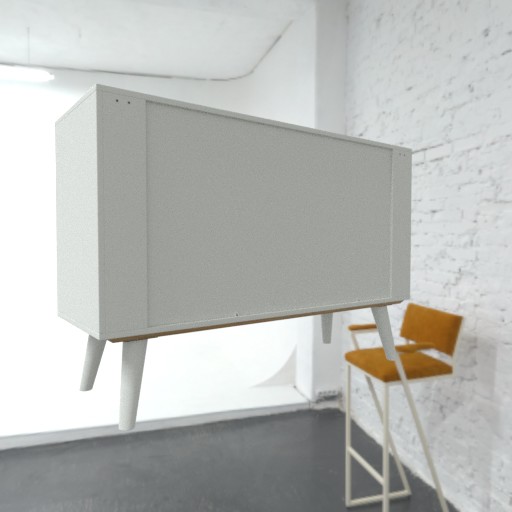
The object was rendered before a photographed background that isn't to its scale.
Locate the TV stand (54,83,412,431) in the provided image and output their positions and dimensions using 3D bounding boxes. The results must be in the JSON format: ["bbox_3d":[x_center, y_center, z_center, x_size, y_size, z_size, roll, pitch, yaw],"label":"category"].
[{"bbox_3d":[0.000,0.000,1.526,1.193,0.812,0.406,-1,2,-36],"label":"TV stand"}]
